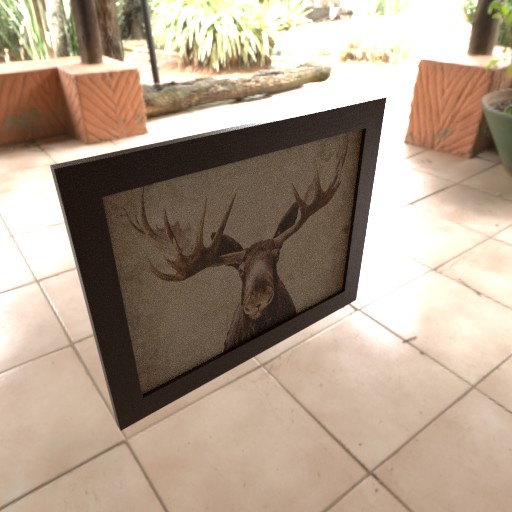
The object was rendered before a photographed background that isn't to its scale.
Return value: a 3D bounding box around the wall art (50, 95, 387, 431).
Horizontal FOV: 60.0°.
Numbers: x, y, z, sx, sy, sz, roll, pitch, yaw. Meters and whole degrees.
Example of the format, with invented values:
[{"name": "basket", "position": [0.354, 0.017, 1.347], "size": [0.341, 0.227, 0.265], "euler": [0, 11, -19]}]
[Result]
[{"name": "wall art", "position": [0.000, 0.000, 1.603], "size": [1.207, 0.952, 0.034], "euler": [-22, 38, -31]}]
